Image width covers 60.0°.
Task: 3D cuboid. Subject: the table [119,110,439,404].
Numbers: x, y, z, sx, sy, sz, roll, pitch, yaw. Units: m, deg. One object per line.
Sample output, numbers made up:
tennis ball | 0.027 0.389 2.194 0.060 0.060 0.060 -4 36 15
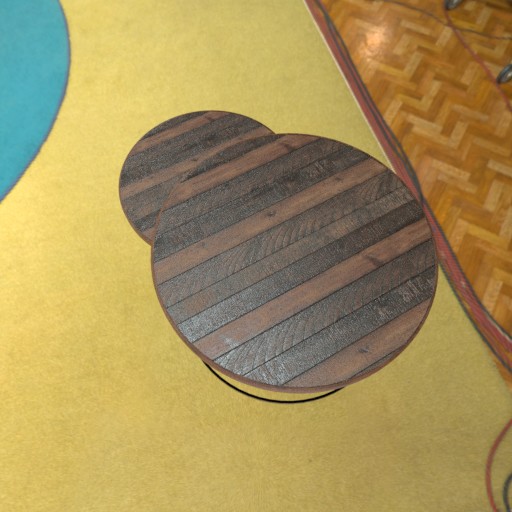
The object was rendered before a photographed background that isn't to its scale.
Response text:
table | 0.000 0.000 1.611 1.152 0.516 0.870 32 68 14
